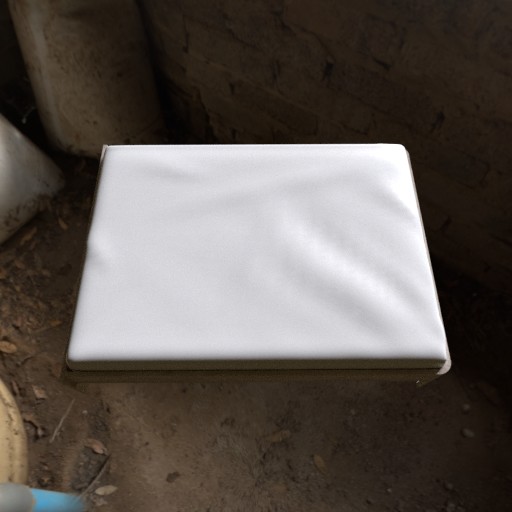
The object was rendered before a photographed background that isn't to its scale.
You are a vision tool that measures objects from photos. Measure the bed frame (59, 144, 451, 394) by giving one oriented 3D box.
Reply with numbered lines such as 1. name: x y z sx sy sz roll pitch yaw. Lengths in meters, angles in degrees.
1. bed frame: 0.000 0.000 2.623 1.950 0.462 1.490 0 63 0
